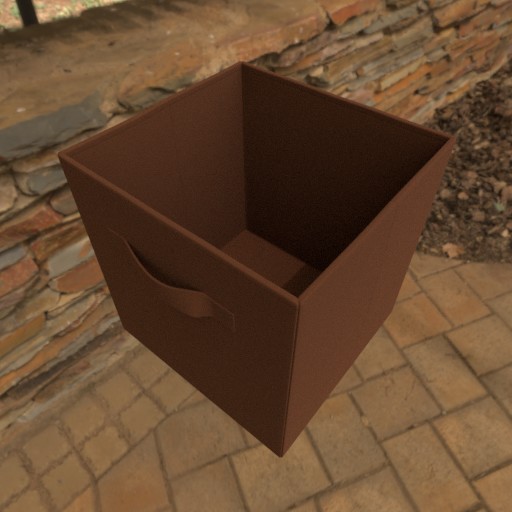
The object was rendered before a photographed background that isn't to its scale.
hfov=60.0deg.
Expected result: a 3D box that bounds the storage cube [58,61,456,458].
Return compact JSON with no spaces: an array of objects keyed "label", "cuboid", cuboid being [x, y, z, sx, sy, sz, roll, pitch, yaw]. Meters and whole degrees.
[{"label":"storage cube","cuboid":[0.000,0.000,0.498,0.270,0.280,0.270,31,54,26]}]
